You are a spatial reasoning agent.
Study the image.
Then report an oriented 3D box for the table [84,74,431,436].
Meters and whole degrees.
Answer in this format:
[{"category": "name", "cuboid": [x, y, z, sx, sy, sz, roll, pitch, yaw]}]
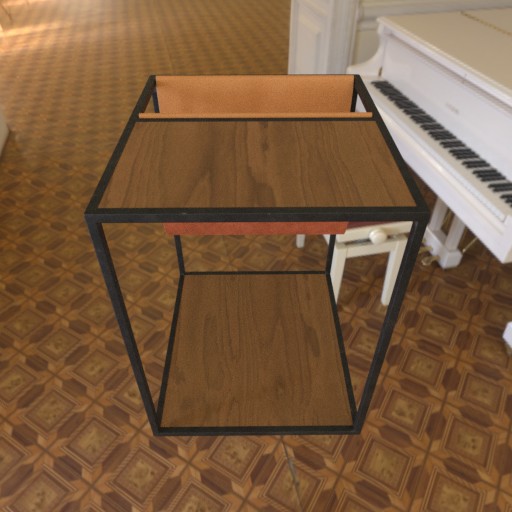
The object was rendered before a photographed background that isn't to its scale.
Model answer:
[{"category": "table", "cuboid": [0.000, 0.000, 0.851, 0.399, 0.536, 0.450, 0, 41, 0]}]
